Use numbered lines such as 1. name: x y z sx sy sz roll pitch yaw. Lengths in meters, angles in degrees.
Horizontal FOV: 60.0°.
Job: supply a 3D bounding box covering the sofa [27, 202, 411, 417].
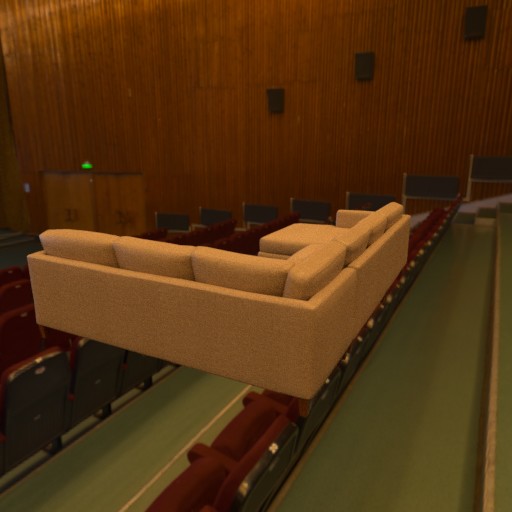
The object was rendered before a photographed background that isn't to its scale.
1. sofa: 0.000 0.000 4.655 2.594 0.961 3.460 8 17 26
